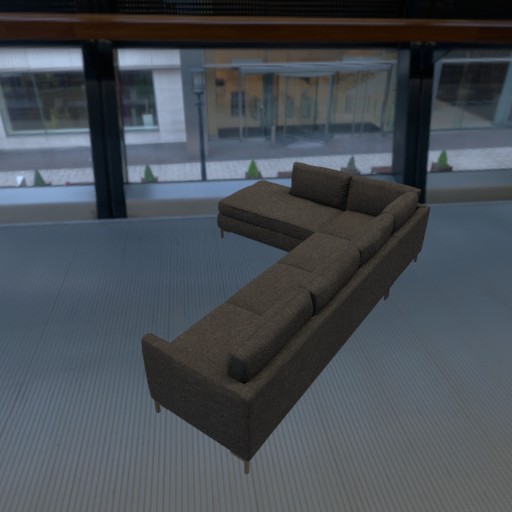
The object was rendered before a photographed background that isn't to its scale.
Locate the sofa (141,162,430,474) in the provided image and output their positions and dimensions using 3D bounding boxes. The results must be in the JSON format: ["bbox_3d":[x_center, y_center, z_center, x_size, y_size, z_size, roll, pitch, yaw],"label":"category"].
[{"bbox_3d":[0.000,0.000,3.786,2.007,0.815,2.949,20,36,30],"label":"sofa"}]
